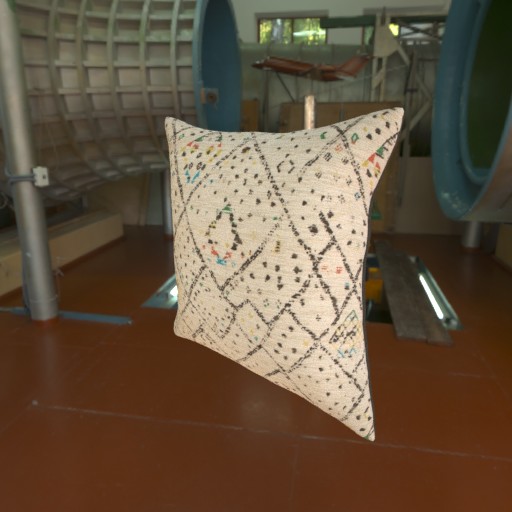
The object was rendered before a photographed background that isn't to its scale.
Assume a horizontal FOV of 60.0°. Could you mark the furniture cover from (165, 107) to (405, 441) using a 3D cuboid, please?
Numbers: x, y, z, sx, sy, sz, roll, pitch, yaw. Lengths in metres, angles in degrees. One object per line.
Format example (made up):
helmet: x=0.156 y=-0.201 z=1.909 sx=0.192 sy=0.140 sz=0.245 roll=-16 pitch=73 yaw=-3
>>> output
furniture cover: x=0.000 y=0.000 z=0.802 sx=0.525 sy=0.498 sz=0.180 roll=16 pitch=23 yaw=42
